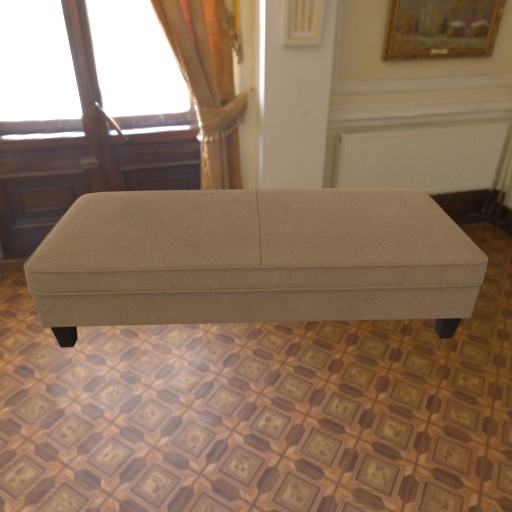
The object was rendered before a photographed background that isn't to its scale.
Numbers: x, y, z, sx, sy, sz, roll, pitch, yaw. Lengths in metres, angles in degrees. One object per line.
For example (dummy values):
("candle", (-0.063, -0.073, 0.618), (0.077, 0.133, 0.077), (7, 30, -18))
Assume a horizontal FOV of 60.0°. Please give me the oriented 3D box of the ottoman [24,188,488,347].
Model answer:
("ottoman", (0.000, 0.000, 1.986), (1.726, 0.460, 0.735), (-1, 30, -2))
